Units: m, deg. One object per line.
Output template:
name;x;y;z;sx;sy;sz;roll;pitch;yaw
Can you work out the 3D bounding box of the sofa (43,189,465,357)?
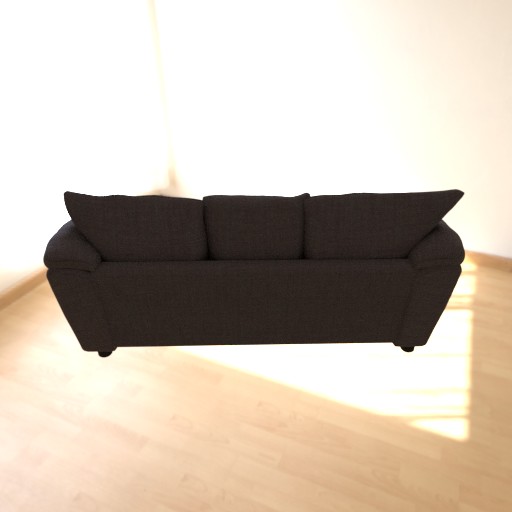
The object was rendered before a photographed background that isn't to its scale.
sofa;0.000;0.000;2.807;2.336;1.080;0.883;-1;30;-1
